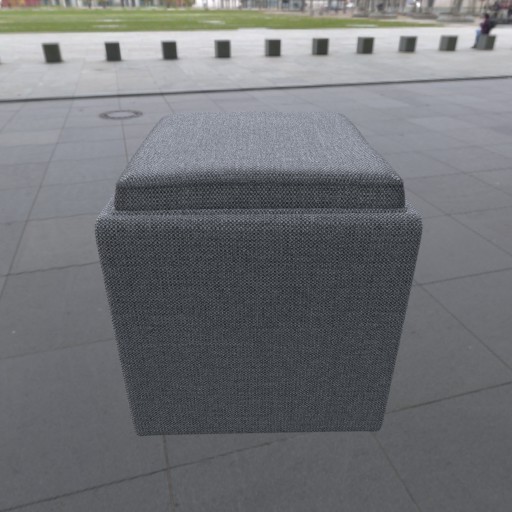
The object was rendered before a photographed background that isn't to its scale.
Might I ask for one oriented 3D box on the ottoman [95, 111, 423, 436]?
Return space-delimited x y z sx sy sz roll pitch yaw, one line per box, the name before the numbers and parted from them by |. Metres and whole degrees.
ottoman | 0.000 0.000 0.853 0.436 0.487 0.454 -1 30 -1
